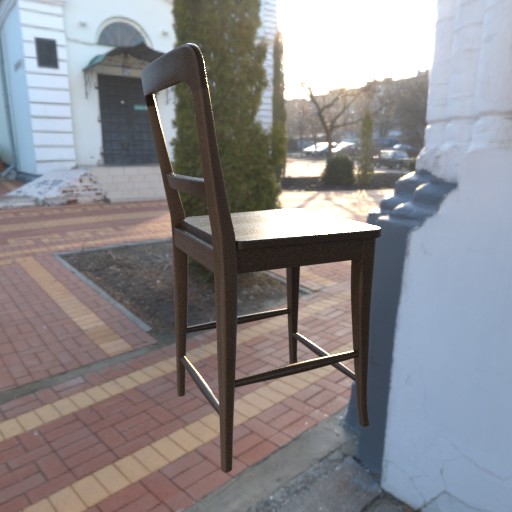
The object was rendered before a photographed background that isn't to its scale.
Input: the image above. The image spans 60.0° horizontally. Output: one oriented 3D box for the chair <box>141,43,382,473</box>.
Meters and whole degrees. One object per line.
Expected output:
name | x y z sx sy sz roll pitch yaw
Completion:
chair | 0.000 0.000 1.250 0.546 0.991 0.450 -7 15 -25
